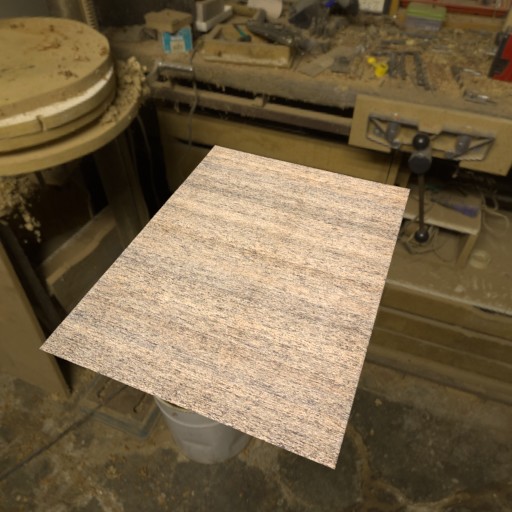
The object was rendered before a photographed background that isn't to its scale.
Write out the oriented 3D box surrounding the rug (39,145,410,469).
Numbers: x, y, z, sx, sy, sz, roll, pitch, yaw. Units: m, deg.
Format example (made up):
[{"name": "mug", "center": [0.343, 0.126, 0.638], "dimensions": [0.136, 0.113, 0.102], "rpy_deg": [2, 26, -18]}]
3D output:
[{"name": "rug", "center": [0.000, 0.000, 4.237], "dimensions": [2.414, 0.036, 3.199], "rpy_deg": [16, 48, 15]}]
